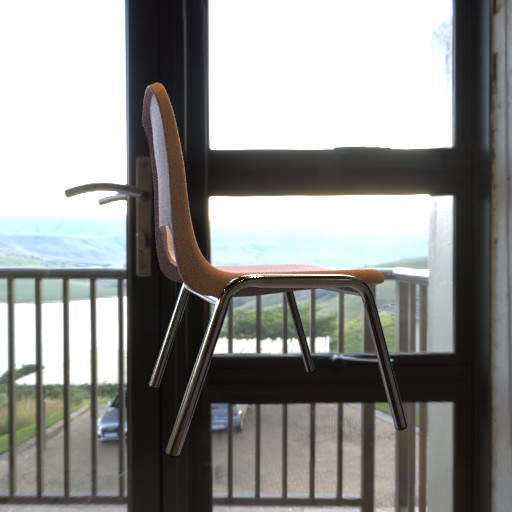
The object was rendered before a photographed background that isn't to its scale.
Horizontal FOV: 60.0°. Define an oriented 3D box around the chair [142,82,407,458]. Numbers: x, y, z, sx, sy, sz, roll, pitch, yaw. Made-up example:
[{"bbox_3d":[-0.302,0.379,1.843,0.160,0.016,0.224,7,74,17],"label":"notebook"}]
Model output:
[{"bbox_3d":[0.000,0.000,0.790,0.385,0.536,0.354,0,1,-18],"label":"chair"}]
